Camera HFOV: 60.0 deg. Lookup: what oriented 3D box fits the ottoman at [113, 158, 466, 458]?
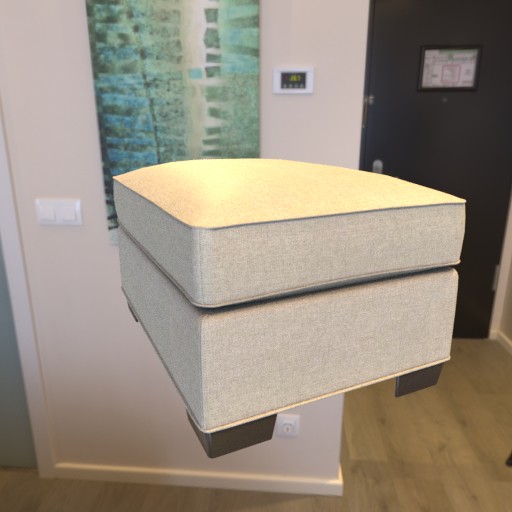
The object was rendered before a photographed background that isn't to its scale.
[{"bbox_3d":[0.000,0.000,1.216,0.619,0.504,0.843,-8,18,-25],"label":"ottoman"}]
